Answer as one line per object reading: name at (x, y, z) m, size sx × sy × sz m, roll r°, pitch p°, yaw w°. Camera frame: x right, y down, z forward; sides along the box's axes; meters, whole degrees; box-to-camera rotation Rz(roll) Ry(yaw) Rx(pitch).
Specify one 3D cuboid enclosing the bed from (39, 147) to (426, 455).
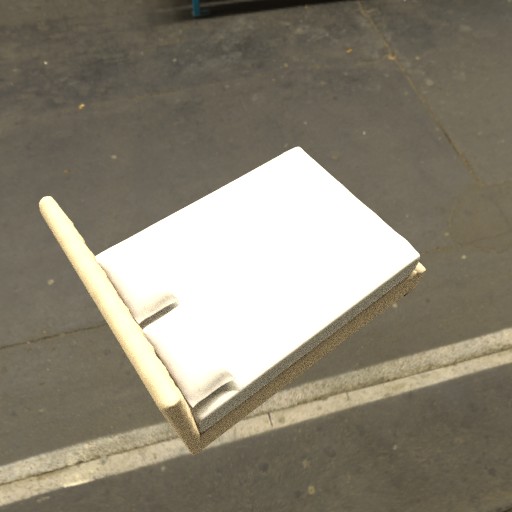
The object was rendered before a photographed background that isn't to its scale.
bed at (0.000, 0.000, 3.518) m, size 2.387 × 1.427 × 1.698 m, roll -32°, pitch 63°, yaw -19°
